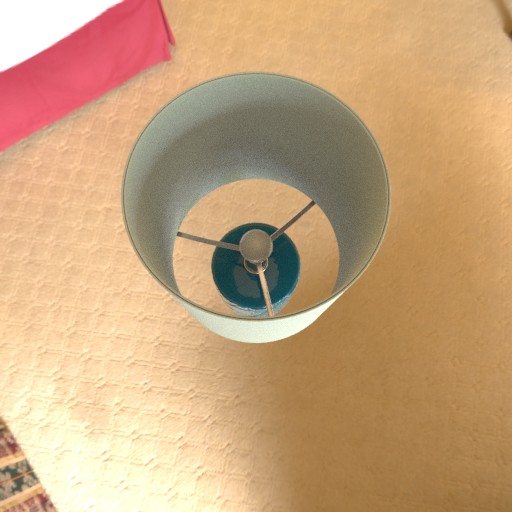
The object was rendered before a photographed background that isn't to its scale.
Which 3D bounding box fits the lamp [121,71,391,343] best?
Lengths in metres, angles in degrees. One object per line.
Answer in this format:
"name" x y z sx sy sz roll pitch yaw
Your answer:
"lamp" 0.000 0.000 0.499 0.193 0.377 0.193 16 75 4
